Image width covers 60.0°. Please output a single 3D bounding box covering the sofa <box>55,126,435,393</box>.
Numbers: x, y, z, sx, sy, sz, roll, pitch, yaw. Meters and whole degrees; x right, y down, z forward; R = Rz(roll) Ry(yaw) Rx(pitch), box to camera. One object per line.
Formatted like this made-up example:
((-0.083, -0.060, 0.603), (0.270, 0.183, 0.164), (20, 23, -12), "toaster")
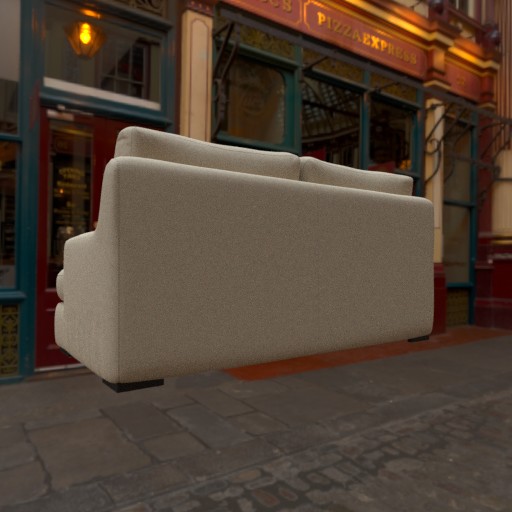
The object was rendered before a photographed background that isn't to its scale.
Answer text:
((0.000, 0.000, 2.400), (1.885, 0.967, 0.962), (1, -1, -35), "sofa")
